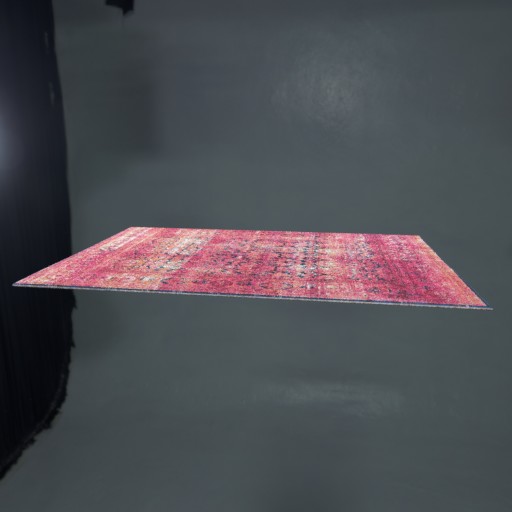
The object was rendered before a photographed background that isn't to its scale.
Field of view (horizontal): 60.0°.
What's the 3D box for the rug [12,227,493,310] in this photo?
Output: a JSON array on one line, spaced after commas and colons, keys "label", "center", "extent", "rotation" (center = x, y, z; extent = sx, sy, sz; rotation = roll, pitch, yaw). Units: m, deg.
[{"label": "rug", "center": [0.000, 0.000, 2.964], "extent": [2.449, 0.018, 1.539], "rotation": [2, 16, 8]}]
